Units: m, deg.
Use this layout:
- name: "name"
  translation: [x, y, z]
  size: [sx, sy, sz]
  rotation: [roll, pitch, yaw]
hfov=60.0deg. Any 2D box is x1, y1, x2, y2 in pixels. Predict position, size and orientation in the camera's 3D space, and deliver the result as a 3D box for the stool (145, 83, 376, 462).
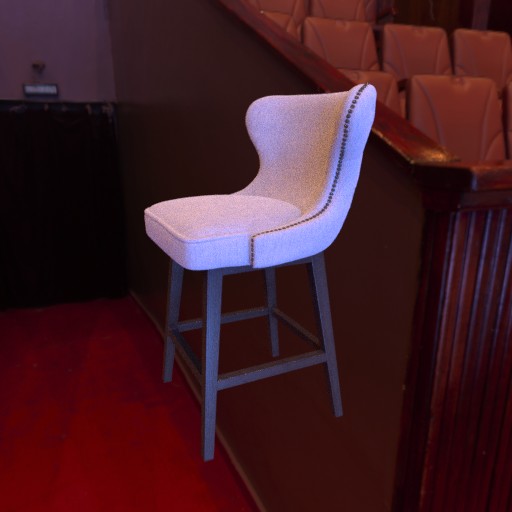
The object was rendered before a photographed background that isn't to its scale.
- name: "stool"
  translation: [0.000, 0.000, 1.364]
  size: [0.597, 0.972, 0.615]
  rotation: [-8, 18, -25]
